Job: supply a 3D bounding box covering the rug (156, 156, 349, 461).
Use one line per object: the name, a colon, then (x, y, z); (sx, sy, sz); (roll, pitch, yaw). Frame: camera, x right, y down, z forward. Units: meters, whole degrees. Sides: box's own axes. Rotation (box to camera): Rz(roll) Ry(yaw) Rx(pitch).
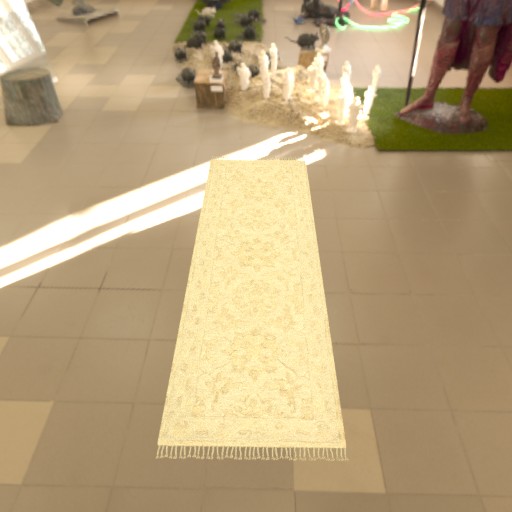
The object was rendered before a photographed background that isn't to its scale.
rug: (0.000, 0.000, 2.777); (0.795, 0.015, 2.544); (1, 41, 1)
